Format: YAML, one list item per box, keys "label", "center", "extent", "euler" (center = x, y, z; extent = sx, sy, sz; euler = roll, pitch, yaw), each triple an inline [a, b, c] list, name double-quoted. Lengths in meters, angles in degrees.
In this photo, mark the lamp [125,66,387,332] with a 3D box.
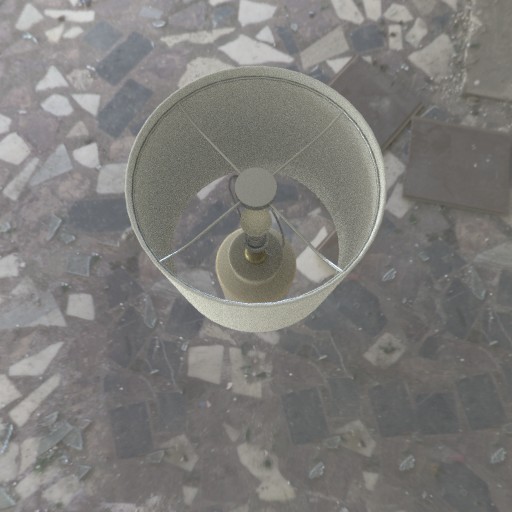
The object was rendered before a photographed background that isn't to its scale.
- label: "lamp"
  center: [0.000, 0.000, 0.596]
  extent: [0.212, 0.493, 0.212]
  euler: [-41, 79, -10]
